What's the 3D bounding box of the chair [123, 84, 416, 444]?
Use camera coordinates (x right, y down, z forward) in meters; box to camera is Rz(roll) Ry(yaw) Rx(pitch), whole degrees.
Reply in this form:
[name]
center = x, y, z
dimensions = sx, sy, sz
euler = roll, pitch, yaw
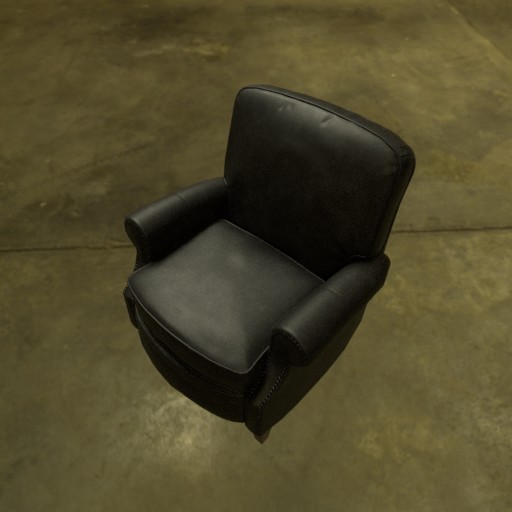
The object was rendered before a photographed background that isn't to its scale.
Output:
[chair]
center = 0.000, 0.000, 1.733
dimensions = 0.936, 1.018, 0.986
euler = 33, 54, 28
